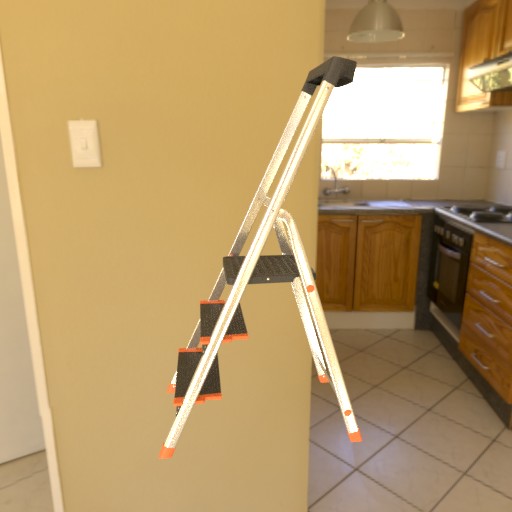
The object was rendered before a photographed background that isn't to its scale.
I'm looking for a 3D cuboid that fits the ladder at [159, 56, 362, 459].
[{"bbox_3d":[0.000,0.000,1.521,0.686,1.229,0.416,-2,14,-7],"label":"ladder"}]
